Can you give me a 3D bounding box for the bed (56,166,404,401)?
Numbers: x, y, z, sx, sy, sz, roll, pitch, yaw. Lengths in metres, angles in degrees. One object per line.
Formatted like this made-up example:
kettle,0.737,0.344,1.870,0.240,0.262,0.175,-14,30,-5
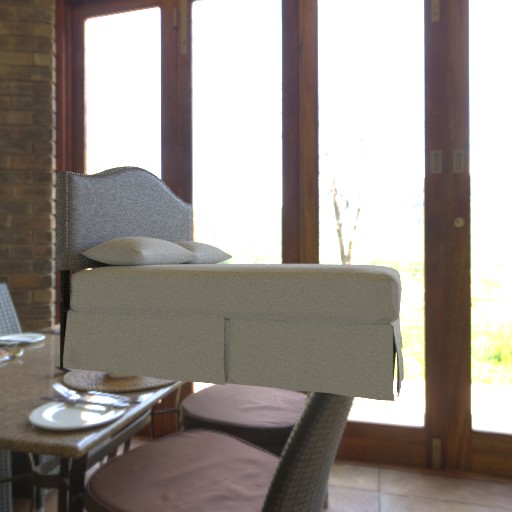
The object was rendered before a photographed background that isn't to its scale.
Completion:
bed,0.000,0.000,2.960,1.870,1.295,1.610,0,-1,18
